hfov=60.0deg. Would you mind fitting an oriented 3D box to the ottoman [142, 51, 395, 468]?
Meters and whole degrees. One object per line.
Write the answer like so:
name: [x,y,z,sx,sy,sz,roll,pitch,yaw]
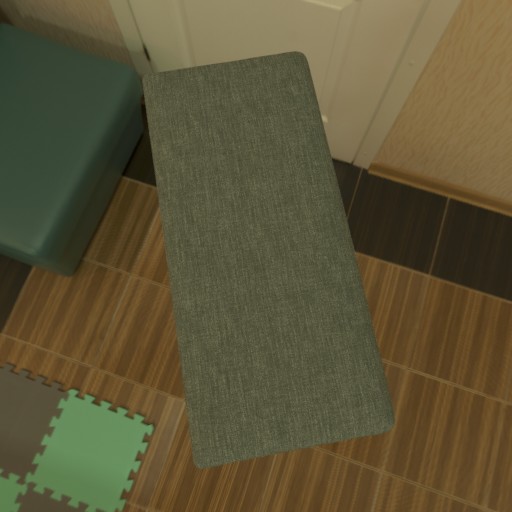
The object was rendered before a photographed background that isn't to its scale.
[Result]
ottoman: [0.000,0.000,1.136,0.419,0.432,0.902,-10,76,-3]
